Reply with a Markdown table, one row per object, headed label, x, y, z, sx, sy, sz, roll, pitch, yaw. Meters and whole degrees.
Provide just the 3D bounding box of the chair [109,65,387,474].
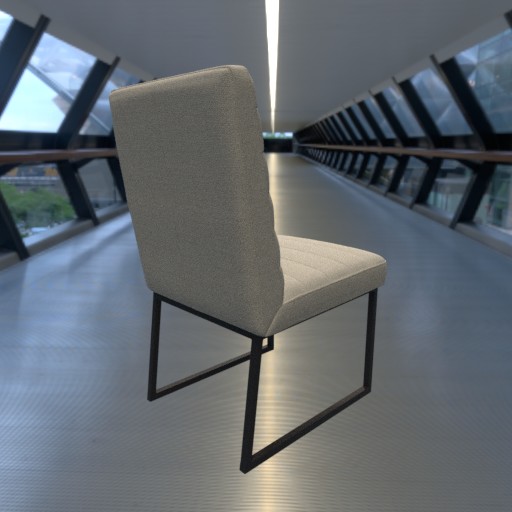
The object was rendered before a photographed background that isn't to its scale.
| label | x | y | z | sx | sy | sz | roll | pitch | yaw |
| --- | --- | --- | --- | --- | --- | --- | --- | --- | --- |
| chair | 0.000 | 0.000 | 1.305 | 0.634 | 0.930 | 0.520 | -12 | 18 | -42 |
